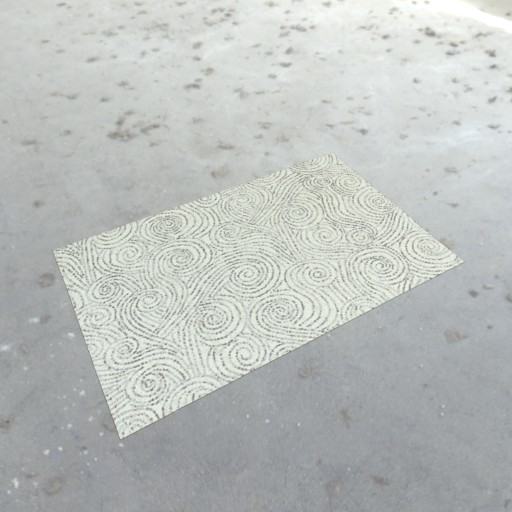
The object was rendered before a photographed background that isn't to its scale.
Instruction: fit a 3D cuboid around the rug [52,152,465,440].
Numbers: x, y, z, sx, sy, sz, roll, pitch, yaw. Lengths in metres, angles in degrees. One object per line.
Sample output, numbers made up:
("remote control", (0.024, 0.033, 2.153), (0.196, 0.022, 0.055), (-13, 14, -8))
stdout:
("rug", (0.000, 0.000, 3.085), (2.439, 0.005, 1.524), (-23, 51, -20))
